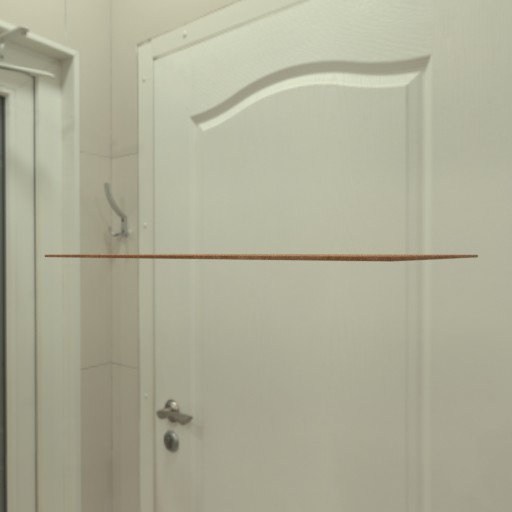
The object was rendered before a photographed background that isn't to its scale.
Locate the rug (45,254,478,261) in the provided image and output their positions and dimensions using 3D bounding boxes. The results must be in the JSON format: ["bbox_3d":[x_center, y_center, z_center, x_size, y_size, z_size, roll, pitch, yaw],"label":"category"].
[{"bbox_3d":[0.000,0.000,2.245,1.829,0.014,1.219,0,1,37],"label":"rug"}]
